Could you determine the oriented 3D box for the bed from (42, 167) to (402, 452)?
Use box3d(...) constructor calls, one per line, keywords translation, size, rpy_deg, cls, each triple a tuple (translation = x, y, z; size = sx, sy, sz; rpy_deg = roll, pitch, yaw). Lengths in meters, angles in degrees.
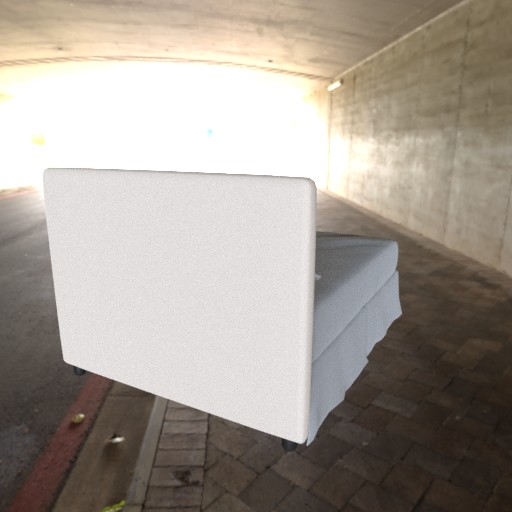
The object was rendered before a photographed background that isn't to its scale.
box3d(translation=(0.000, 0.000, 3.216), size=(1.748, 1.330, 2.142), rpy_deg=(8, 16, 28), cls="bed")
